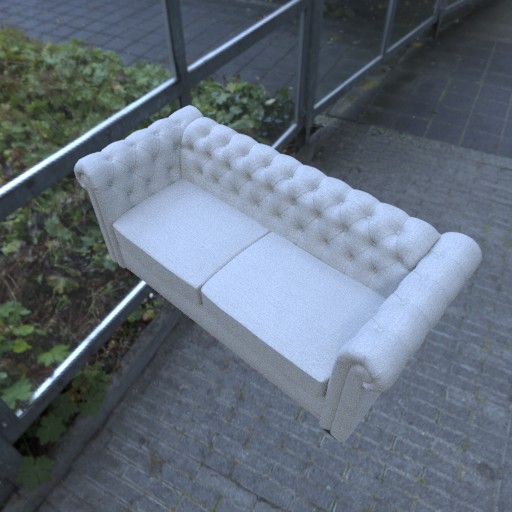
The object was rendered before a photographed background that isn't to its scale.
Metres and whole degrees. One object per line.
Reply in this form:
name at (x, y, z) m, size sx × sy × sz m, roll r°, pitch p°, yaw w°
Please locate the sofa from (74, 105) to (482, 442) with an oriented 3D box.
sofa at (0.000, 0.000, 2.246) m, size 1.798 × 0.797 × 0.783 m, roll 32°, pitch 54°, yaw 27°
